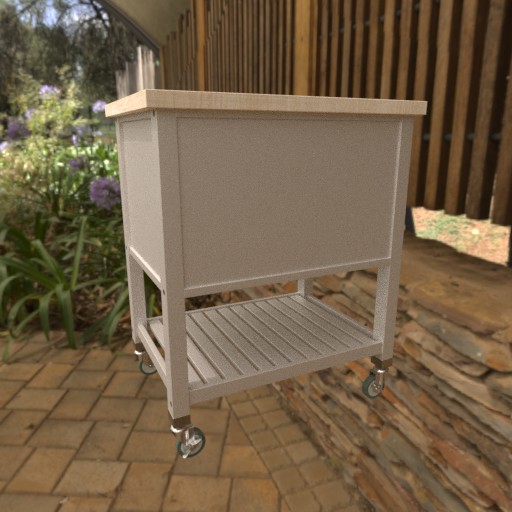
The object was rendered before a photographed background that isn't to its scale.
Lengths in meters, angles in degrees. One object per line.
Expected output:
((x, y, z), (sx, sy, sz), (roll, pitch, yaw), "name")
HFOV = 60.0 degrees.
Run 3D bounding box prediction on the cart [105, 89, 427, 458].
((0.000, 0.000, 1.403), (0.762, 0.914, 0.559), (-7, 17, -25), "cart")
